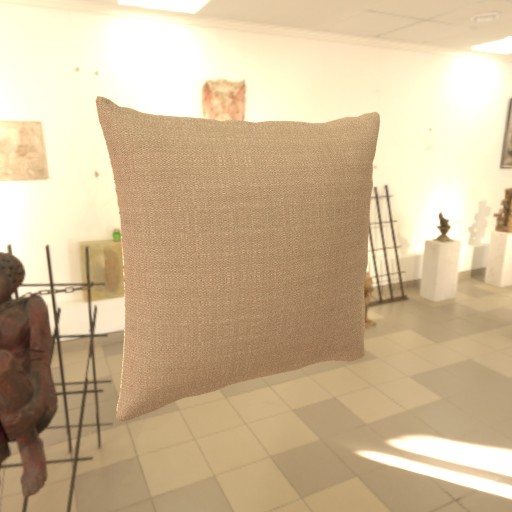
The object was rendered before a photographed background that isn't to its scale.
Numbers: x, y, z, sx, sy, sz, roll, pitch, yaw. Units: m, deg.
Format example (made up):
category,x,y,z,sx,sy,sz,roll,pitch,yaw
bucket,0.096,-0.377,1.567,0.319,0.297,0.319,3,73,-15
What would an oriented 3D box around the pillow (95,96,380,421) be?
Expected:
category,x,y,z,sx,sy,sz,roll,pitch,yaw
pillow,0.000,0.000,0.793,0.521,0.519,0.215,-7,16,-25
